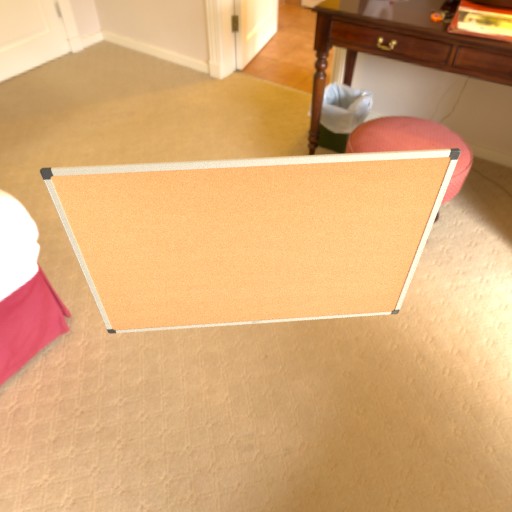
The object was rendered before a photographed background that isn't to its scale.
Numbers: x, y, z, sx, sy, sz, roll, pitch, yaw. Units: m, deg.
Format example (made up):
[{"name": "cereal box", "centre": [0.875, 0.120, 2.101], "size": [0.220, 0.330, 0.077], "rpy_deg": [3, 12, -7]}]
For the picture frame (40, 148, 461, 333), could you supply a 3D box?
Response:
[{"name": "picture frame", "centre": [0.000, 0.000, 1.157], "size": [0.900, 0.600, 0.010], "rpy_deg": [-3, 46, -3]}]
